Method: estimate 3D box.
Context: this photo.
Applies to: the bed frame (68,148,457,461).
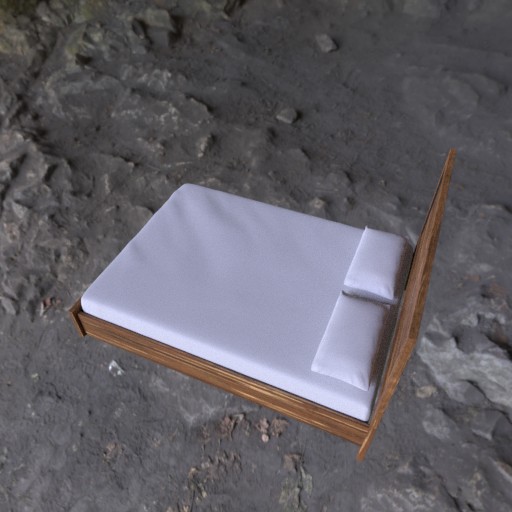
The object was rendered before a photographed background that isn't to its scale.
[{"bbox_3d":[0.000,0.000,3.310,2.276,1.417,1.696,17,48,16],"label":"bed frame"}]
